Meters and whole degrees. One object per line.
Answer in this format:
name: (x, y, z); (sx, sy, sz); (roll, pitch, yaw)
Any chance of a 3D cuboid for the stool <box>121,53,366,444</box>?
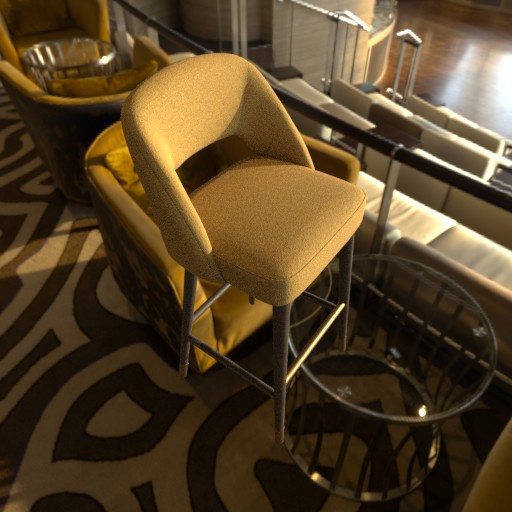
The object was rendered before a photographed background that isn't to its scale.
stool: (0.000, 0.000, 1.331); (0.522, 1.032, 0.536); (25, 48, 25)
